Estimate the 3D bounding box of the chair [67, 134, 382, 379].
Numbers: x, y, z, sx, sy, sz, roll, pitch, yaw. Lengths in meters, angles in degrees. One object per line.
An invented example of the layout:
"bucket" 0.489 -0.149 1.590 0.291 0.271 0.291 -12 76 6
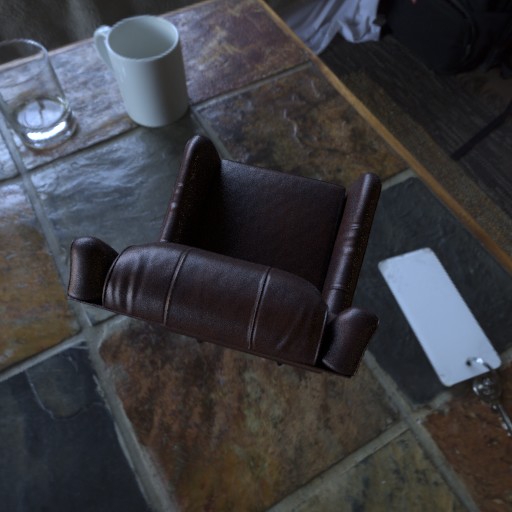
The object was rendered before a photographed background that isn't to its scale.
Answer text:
"chair" 0.000 0.000 1.812 0.869 1.084 1.008 14 64 7
